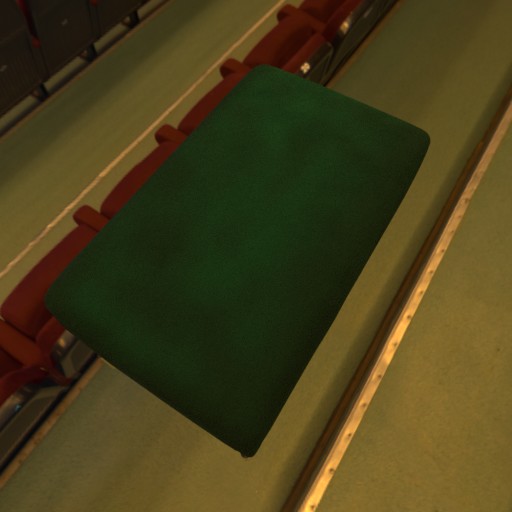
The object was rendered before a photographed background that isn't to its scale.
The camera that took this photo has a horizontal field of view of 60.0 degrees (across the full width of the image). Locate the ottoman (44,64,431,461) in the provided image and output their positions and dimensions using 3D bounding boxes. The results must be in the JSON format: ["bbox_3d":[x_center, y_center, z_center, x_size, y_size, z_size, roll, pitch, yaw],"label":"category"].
[{"bbox_3d":[0.000,0.000,1.210,0.536,0.533,0.886,29,66,15],"label":"ottoman"}]
